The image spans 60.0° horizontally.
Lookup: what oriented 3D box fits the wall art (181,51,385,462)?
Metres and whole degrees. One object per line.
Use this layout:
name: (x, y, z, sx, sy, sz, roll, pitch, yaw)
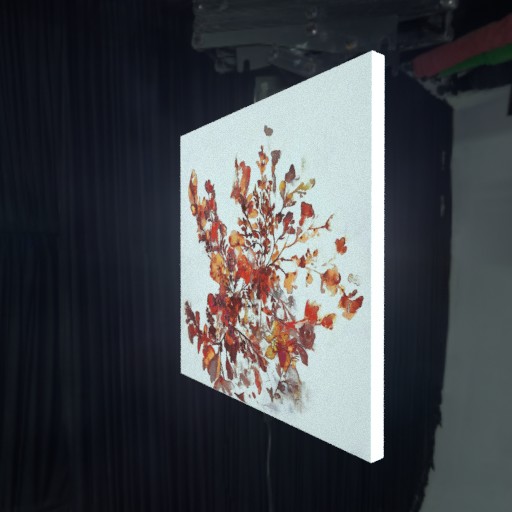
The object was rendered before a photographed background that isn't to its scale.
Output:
wall art: (0.000, 0.000, 1.500, 0.049, 1.009, 1.009, 0, 1, -37)
